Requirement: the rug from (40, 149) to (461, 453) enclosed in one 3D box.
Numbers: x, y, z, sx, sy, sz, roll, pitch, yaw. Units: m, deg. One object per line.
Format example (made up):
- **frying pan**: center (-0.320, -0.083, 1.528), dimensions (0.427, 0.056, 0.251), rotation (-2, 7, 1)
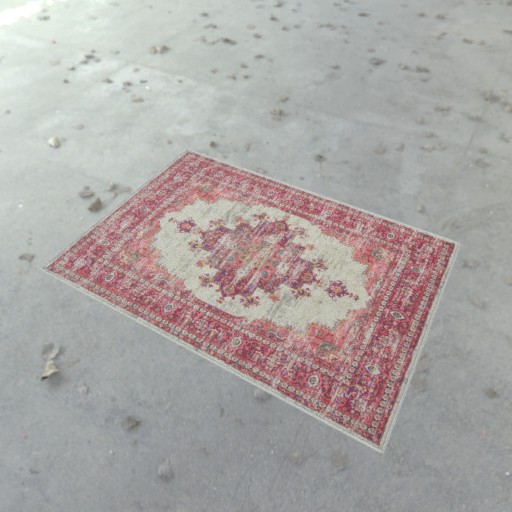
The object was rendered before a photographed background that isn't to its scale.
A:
- **rug**: center (0.000, 0.000, 2.229), dimensions (1.747, 0.011, 1.217), rotation (23, 51, 20)
